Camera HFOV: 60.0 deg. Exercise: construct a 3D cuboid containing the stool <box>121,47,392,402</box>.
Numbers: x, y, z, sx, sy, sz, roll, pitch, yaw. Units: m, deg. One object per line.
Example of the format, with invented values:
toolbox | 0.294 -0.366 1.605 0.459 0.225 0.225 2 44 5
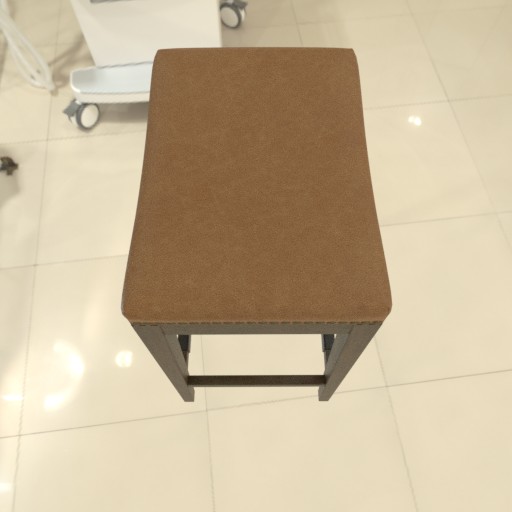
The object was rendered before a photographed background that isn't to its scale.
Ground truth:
stool | 0.000 0.000 0.927 0.361 0.660 0.500 0 64 0
